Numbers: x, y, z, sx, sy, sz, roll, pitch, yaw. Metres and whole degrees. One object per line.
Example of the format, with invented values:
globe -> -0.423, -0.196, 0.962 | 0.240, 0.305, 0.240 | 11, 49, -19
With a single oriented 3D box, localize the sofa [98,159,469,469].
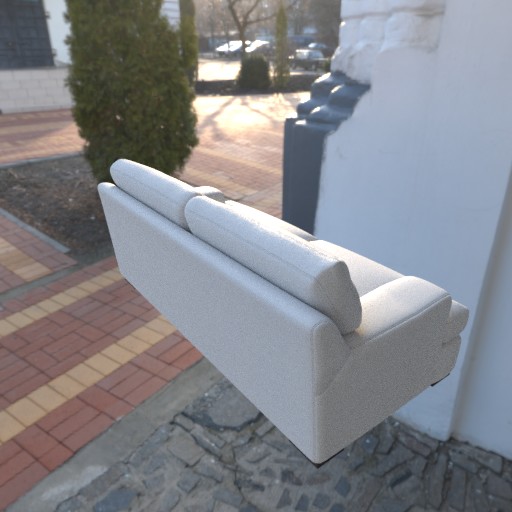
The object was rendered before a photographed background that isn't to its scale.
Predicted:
sofa -> 0.000, 0.000, 2.711 | 1.143, 0.940, 2.261 | -18, 31, -33
